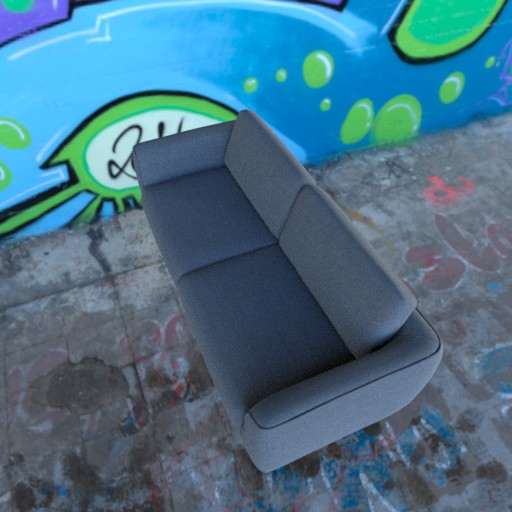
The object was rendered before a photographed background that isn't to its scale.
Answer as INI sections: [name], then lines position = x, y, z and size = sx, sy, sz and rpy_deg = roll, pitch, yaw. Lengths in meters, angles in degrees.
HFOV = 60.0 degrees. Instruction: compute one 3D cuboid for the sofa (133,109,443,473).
[sofa]
position = 0.000, 0.000, 2.405
size = 0.920, 0.850, 2.000
rpy_deg = -18, 49, -16
